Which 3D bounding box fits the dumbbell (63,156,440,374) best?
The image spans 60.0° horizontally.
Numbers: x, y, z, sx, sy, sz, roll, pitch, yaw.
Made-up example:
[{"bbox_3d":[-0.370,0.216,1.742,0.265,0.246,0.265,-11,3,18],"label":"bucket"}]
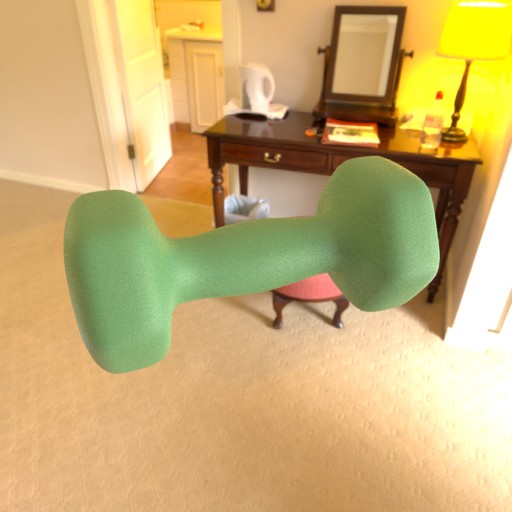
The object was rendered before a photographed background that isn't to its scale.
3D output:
[{"bbox_3d":[0.000,0.000,0.327,0.257,0.114,0.126,-10,34,-15],"label":"dumbbell"}]
